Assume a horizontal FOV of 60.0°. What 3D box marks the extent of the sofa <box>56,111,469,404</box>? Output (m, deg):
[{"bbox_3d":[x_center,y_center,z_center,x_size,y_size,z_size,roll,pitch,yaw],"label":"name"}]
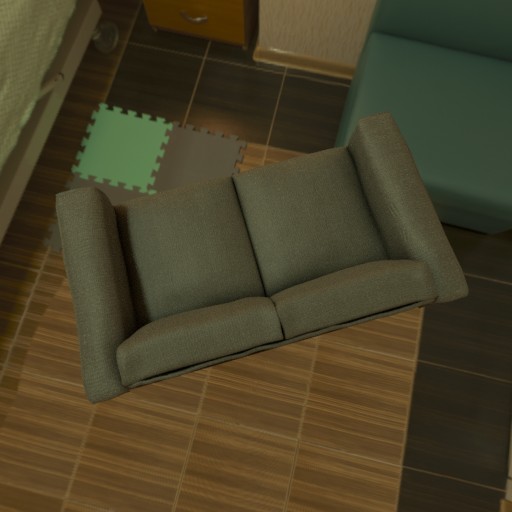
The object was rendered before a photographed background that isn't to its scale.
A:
[{"bbox_3d":[0.000,0.000,2.179,1.690,0.656,0.960,-15,75,-4],"label":"sofa"}]
